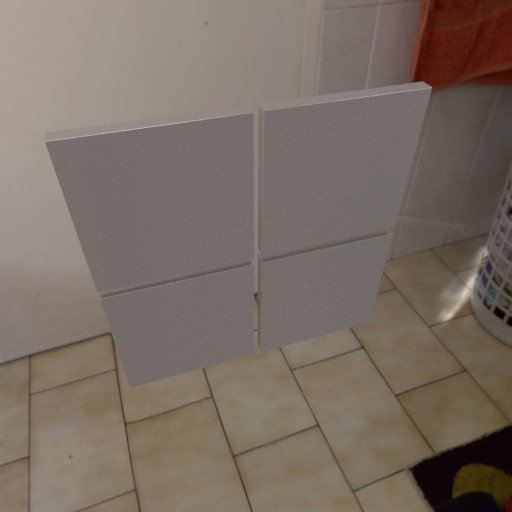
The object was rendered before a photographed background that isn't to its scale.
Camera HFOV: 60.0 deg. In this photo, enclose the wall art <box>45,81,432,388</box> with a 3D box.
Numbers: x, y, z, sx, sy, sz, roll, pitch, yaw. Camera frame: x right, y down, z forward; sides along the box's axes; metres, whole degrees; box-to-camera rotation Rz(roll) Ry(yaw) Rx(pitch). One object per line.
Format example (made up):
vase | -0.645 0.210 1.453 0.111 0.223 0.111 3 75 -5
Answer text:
wall art | 0.000 0.000 0.884 0.611 0.611 0.029 -12 43 -13
